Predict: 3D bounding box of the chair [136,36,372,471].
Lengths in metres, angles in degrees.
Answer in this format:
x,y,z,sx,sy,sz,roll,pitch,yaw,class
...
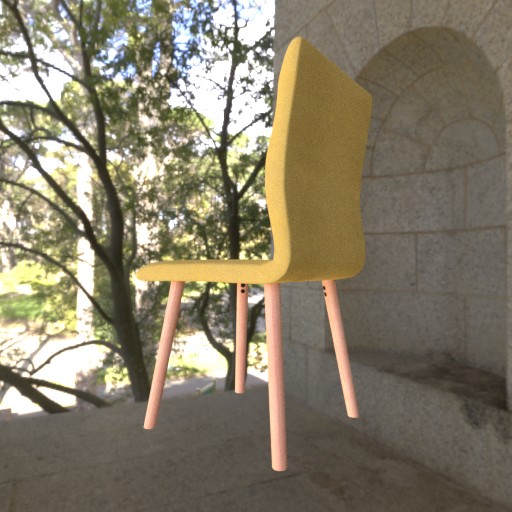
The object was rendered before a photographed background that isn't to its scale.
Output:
x,y,z,sx,sy,sz,roll,pitch,yaw,class
0.000,0.000,1.300,0.550,0.965,0.450,-1,-1,35,chair
